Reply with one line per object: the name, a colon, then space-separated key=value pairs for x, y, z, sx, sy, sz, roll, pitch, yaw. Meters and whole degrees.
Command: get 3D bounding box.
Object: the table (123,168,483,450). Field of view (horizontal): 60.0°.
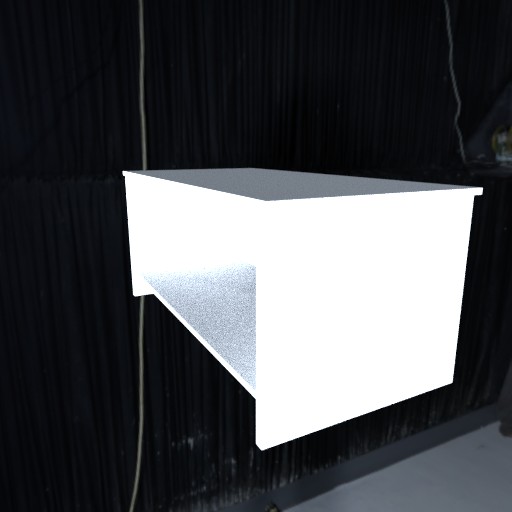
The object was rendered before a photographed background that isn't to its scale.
table: x=0.000 y=0.000 z=1.257 sx=0.500 sy=0.441 sz=1.000 roll=-7 pitch=15 yaw=-27
